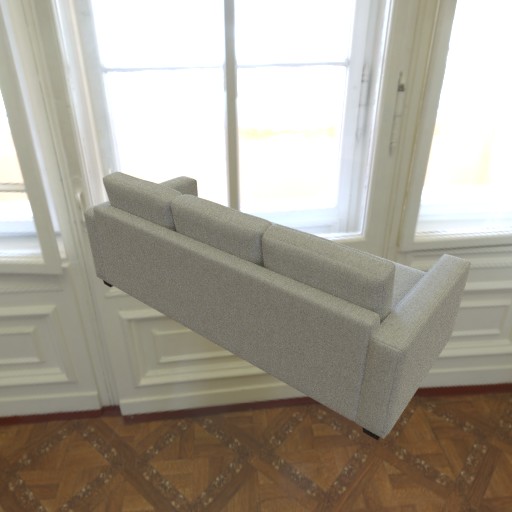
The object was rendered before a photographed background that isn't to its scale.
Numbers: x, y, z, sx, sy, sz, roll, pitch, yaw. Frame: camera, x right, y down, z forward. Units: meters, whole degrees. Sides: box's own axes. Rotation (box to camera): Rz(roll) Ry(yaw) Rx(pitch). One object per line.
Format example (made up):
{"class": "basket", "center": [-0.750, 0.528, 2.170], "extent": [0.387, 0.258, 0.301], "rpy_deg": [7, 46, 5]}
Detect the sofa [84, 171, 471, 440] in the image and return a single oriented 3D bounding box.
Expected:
{"class": "sofa", "center": [0.000, 0.000, 2.596], "extent": [2.120, 0.800, 0.900], "rpy_deg": [21, 36, 33]}
